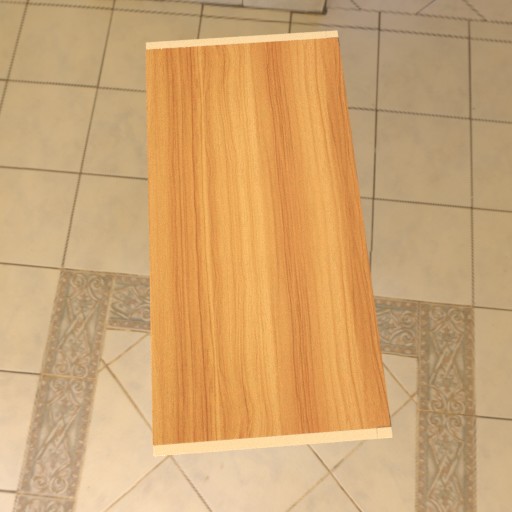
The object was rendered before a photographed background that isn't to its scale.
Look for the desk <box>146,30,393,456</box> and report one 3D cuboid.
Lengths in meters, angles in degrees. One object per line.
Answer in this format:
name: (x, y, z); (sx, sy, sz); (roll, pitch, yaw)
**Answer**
desk: (0.000, 0.000, 1.421); (0.508, 0.762, 1.016); (-4, 77, -1)
